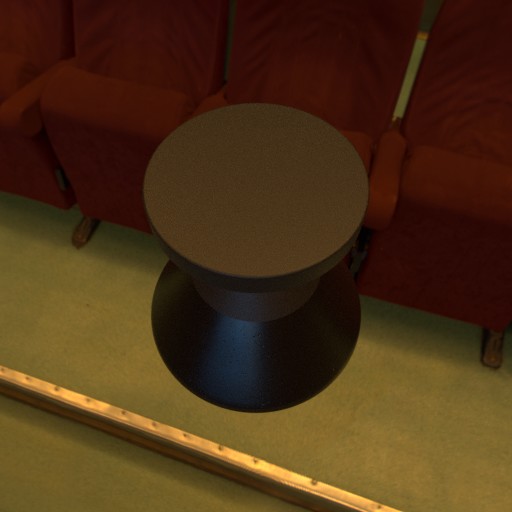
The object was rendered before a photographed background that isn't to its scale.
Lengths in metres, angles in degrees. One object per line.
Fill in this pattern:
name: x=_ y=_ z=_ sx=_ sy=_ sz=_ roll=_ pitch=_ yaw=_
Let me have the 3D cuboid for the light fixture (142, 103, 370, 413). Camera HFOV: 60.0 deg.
light fixture: x=0.000 y=0.000 z=0.350 sx=0.200 sy=0.183 sz=0.200 roll=0 pitch=59 yaw=0
